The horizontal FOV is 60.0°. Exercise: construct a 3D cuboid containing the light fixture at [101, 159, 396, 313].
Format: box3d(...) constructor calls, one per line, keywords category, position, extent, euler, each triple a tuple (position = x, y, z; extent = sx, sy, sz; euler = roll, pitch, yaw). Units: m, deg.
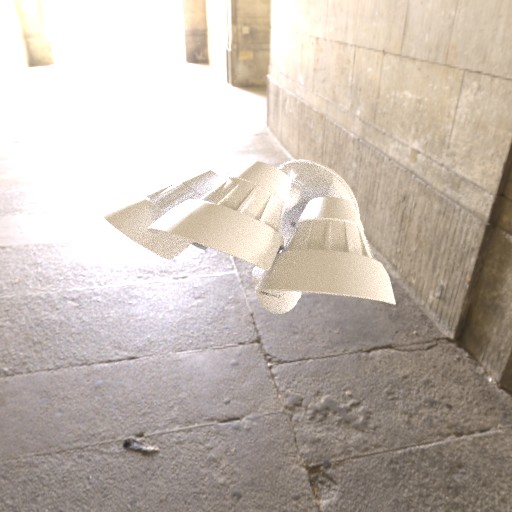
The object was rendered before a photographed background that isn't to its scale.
box3d(category="light fixture", position=(0.000, 0.000, 0.547), extent=(0.369, 0.237, 0.278), euler=(18, 34, 28))
